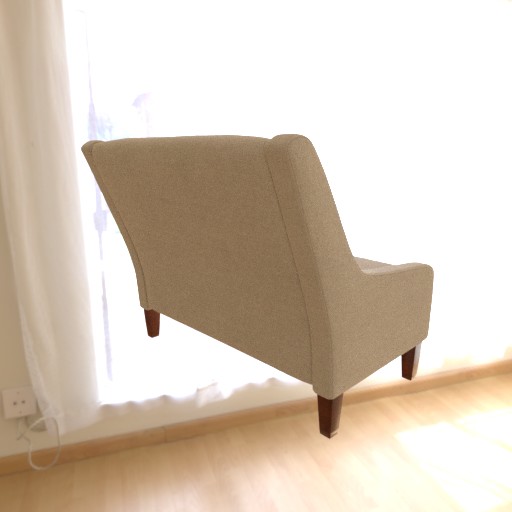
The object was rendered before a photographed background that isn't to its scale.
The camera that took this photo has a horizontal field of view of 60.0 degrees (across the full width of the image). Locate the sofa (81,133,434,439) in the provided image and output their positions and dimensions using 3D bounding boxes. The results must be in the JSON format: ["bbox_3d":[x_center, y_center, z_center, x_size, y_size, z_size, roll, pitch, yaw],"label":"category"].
[{"bbox_3d":[0.000,0.000,1.903,0.946,0.976,1.212,-13,18,-42],"label":"sofa"}]
